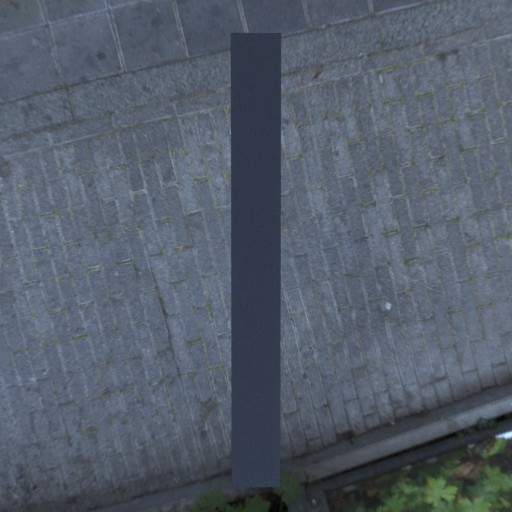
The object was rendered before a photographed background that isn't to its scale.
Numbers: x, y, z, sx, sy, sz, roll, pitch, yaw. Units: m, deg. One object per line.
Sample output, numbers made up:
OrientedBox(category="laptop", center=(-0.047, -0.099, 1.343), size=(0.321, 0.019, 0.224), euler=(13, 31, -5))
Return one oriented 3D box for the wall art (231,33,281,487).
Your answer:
OrientedBox(category="wall art", center=(0.000, 0.000, 0.449), size=(0.033, 0.304, 0.305), euler=(0, 92, 0))
